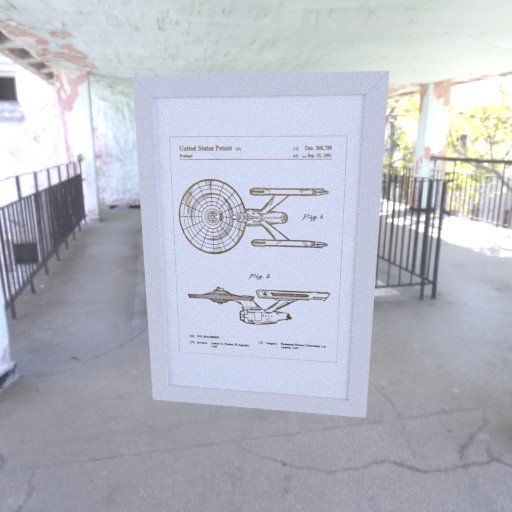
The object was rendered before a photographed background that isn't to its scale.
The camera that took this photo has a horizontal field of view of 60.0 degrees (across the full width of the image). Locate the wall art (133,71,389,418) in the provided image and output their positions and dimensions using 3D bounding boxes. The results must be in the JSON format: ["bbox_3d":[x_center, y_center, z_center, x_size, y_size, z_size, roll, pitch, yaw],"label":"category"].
[{"bbox_3d":[0.000,0.000,0.860,0.454,0.659,0.011,2,14,8],"label":"wall art"}]
